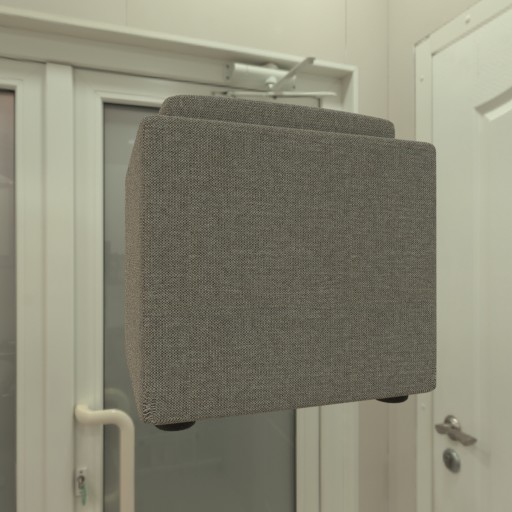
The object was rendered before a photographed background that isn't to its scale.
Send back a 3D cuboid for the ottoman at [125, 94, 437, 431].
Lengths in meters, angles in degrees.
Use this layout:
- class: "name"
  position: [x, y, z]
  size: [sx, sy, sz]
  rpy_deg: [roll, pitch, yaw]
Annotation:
- class: "ottoman"
  position: [0.000, 0.000, 0.821]
  size: [0.450, 0.460, 0.450]
  rpy_deg: [0, 0, -19]
